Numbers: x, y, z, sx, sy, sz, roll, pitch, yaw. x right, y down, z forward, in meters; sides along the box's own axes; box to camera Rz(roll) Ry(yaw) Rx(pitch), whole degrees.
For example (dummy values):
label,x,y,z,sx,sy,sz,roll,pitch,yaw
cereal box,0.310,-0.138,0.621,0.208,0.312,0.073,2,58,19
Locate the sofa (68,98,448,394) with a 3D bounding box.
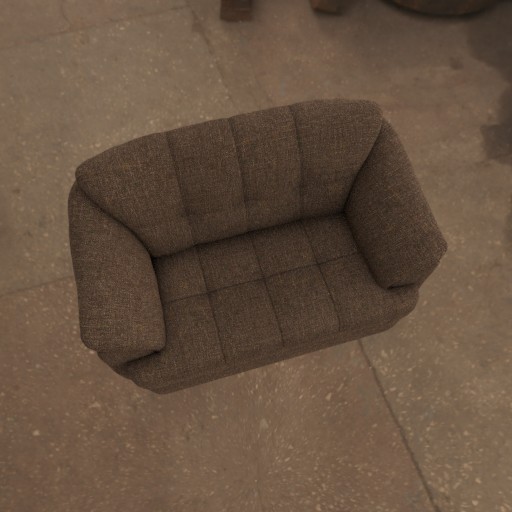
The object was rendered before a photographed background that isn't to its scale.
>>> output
label,x,y,z,sx,sy,sz,roll,pitch,yaw
sofa,0.000,0.000,1.910,1.404,0.895,0.799,-14,64,-7
